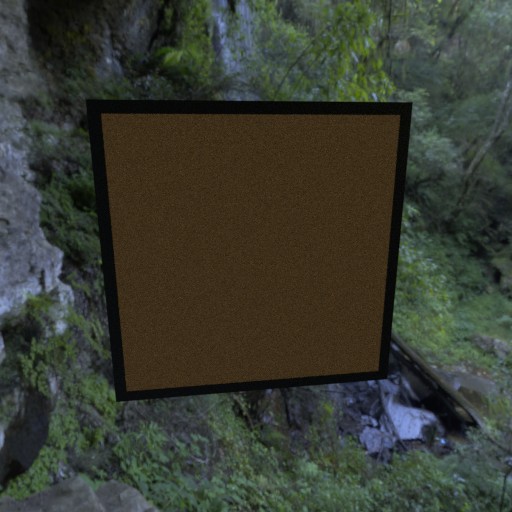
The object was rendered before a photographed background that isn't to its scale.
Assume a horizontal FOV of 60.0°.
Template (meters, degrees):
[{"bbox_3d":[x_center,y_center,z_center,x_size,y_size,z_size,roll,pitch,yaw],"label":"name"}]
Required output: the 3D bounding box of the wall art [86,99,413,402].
[{"bbox_3d":[0.000,0.000,0.770,0.508,0.508,0.038,-2,16,-8],"label":"wall art"}]
